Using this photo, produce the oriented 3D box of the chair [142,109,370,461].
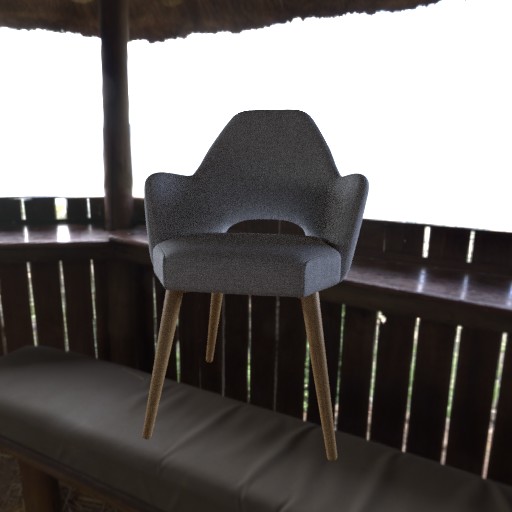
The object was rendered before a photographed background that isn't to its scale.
[{"bbox_3d":[0.000,0.000,1.243,0.590,0.840,0.610,2,13,10],"label":"chair"}]
